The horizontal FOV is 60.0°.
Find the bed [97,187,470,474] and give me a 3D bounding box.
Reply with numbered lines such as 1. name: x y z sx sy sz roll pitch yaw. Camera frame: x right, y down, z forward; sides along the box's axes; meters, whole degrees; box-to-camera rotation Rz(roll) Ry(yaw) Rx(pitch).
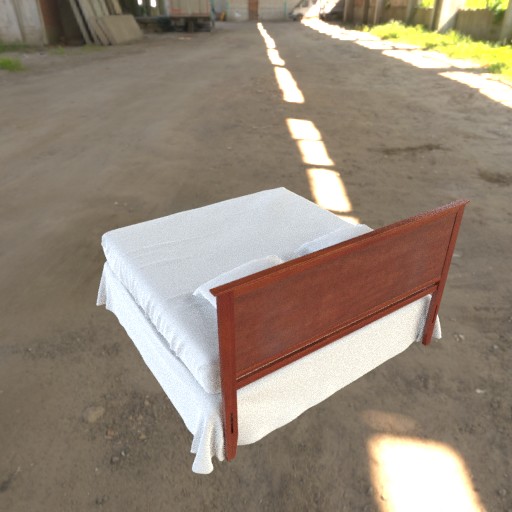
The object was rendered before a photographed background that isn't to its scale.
1. bed: 0.000 0.000 3.646 2.314 1.271 2.219 -19 35 -29
